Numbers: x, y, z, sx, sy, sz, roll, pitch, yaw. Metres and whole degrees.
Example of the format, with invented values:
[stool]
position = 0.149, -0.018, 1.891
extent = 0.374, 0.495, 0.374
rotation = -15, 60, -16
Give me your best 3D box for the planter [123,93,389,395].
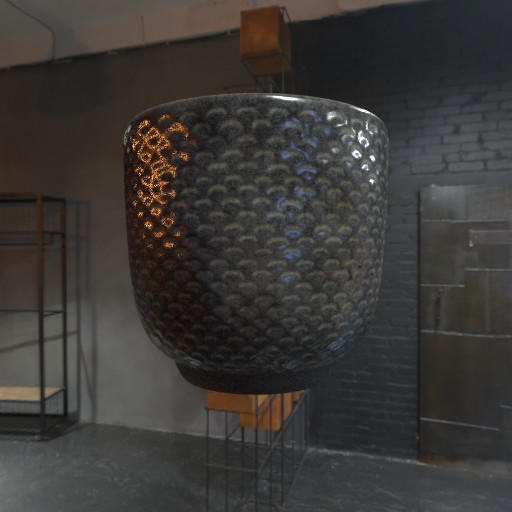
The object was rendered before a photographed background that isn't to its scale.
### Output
[planter]
position = 0.000, 0.000, 0.243
extent = 0.140, 0.129, 0.140
rotation = 0, 0, 0
